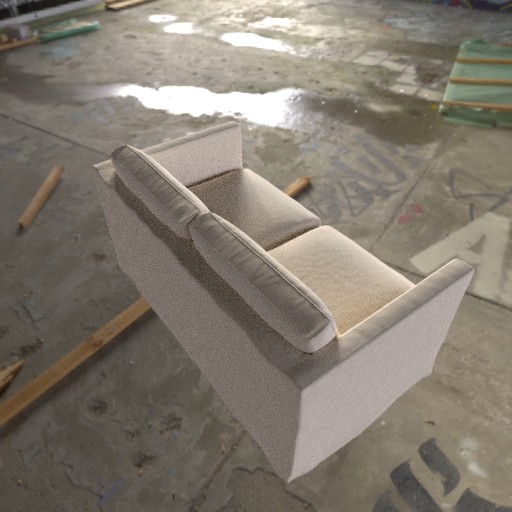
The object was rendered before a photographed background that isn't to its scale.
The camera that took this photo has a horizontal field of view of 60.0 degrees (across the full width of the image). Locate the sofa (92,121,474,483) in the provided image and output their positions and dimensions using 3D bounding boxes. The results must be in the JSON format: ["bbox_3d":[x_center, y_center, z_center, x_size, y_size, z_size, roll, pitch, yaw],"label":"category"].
[{"bbox_3d":[0.000,0.000,2.270,0.962,0.834,1.746,-26,48,-27],"label":"sofa"}]
